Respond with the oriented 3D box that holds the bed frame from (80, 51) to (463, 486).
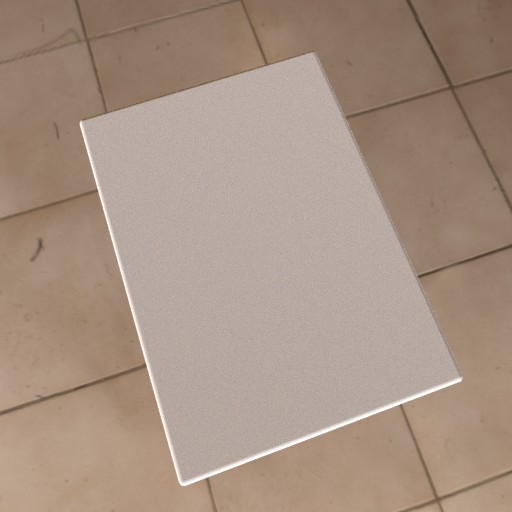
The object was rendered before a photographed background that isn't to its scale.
[{"bbox_3d":[0.000,0.000,2.575,1.408,0.659,1.956,-19,76,-5],"label":"bed frame"}]
